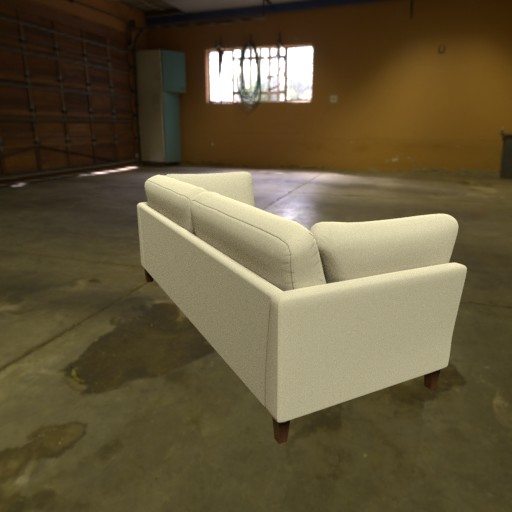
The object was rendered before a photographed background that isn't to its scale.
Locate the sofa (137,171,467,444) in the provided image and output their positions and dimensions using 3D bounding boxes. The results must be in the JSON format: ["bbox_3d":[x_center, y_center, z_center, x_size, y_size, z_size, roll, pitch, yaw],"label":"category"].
[{"bbox_3d":[0.000,0.000,2.756,0.957,0.863,2.301,-8,18,-26],"label":"sofa"}]
